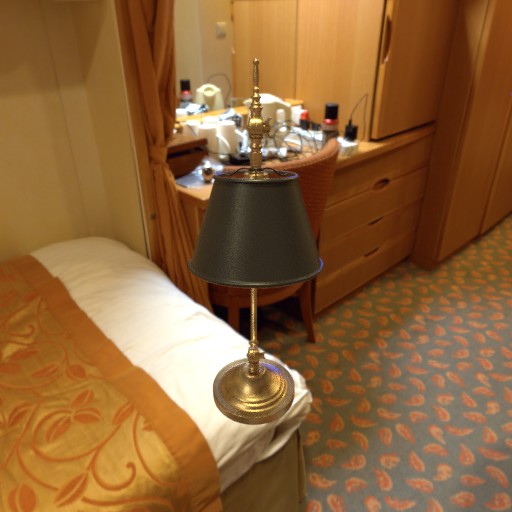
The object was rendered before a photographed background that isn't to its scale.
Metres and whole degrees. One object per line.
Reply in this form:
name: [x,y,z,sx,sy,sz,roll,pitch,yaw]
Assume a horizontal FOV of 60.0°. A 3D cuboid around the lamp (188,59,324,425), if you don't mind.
lamp: [0.000,0.000,0.830,0.235,0.675,0.344,0,29,0]
